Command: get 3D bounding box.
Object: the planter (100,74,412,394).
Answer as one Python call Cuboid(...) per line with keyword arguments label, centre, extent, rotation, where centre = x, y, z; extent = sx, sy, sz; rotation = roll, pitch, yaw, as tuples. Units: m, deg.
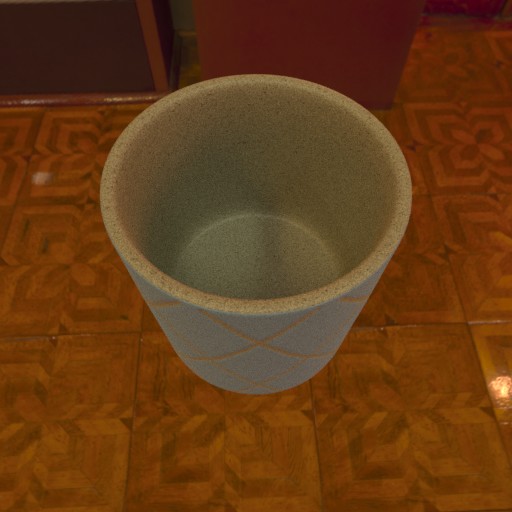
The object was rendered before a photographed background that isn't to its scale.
Cuboid(label="planter", centre=(0.000, 0.000, 0.358), extent=(0.191, 0.200, 0.191), rotation=(0, 59, 0))
